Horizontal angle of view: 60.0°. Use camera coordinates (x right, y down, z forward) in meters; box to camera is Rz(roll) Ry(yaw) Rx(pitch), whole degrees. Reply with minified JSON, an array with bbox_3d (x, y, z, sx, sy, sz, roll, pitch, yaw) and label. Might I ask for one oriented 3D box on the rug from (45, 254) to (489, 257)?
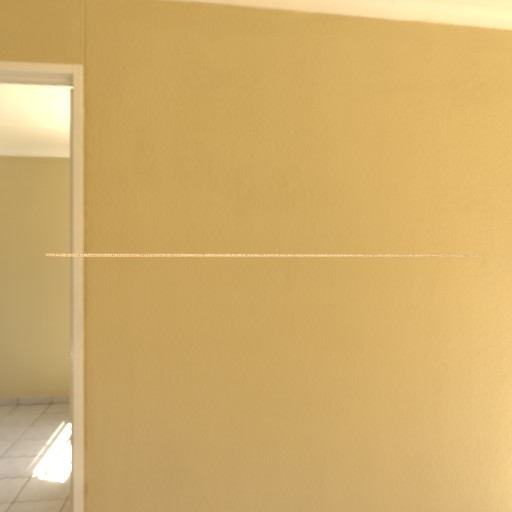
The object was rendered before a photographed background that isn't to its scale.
[{"bbox_3d":[0.000,0.000,2.191,1.752,0.006,1.142,0,0,-18],"label":"rug"}]
